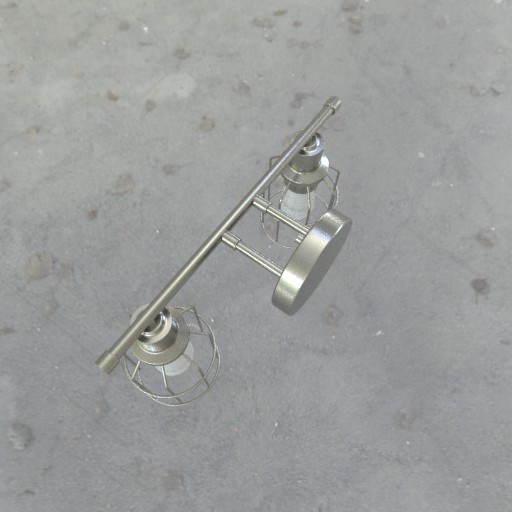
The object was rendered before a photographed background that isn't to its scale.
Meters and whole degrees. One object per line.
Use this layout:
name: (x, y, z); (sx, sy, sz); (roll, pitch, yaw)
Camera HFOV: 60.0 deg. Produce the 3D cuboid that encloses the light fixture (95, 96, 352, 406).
light fixture: (0.000, 0.000, 0.532); (0.165, 0.254, 0.406); (33, 68, 15)
